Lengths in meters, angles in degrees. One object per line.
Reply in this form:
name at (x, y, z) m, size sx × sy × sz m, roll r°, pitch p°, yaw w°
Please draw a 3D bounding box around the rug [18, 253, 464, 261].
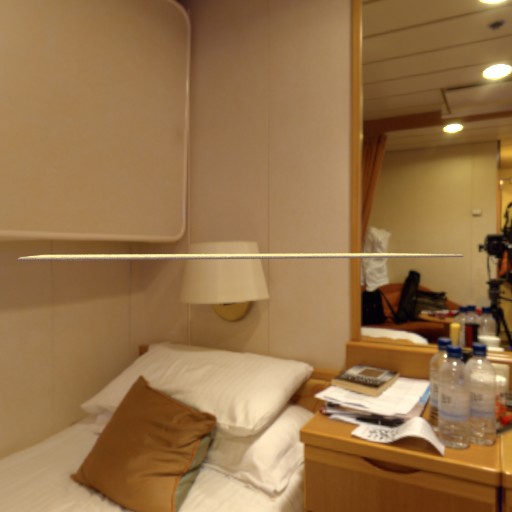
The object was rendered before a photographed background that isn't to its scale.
rug at (0.000, 0.000, 2.489) m, size 2.276 × 0.014 × 0.678 m, roll 0°, pitch 1°, yaw -18°
